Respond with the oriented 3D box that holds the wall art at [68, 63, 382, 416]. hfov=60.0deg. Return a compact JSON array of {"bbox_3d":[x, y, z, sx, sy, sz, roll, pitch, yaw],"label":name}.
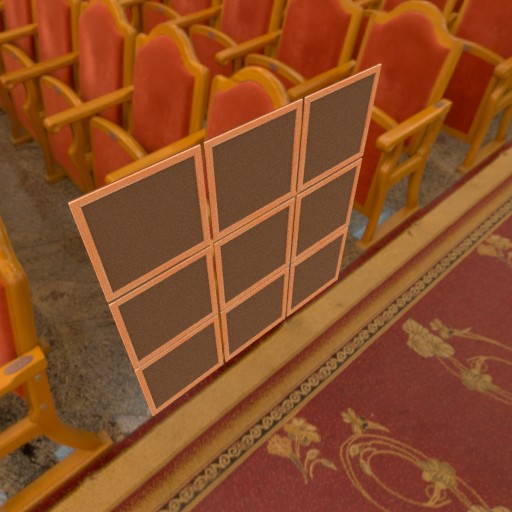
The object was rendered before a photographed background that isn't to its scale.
[{"bbox_3d":[0.000,0.000,2.251,1.520,1.525,0.013,-32,54,-27],"label":"wall art"}]
